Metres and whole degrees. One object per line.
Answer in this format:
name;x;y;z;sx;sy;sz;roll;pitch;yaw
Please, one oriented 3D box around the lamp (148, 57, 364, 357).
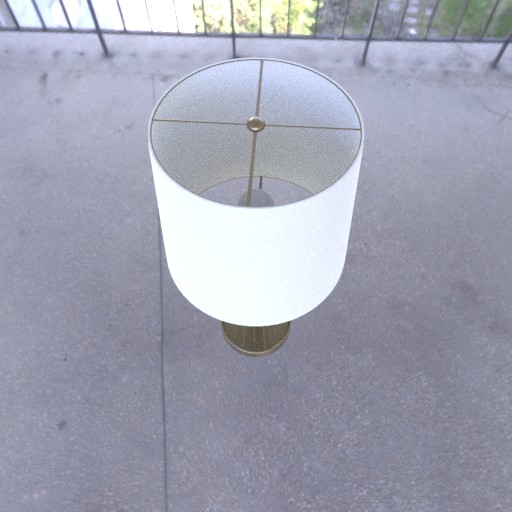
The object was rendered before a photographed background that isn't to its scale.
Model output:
lamp;0.000;0.000;0.790;0.303;0.618;0.303;0;58;0
